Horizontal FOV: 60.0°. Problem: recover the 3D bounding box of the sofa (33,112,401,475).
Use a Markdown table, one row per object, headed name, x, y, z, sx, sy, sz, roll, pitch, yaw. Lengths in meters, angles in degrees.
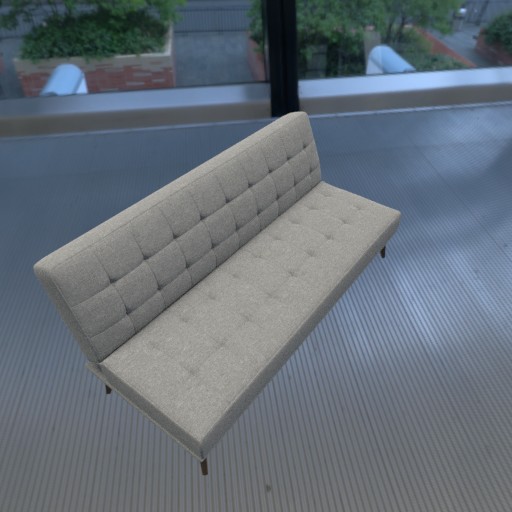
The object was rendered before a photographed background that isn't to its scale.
| name | x | y | z | sx | sy | sz | roll | pitch | yaw |
| --- | --- | --- | --- | --- | --- | --- | --- | --- | --- |
| sofa | 0.000 | 0.000 | 2.289 | 0.860 | 0.810 | 1.800 | 27 | 48 | 27 |
